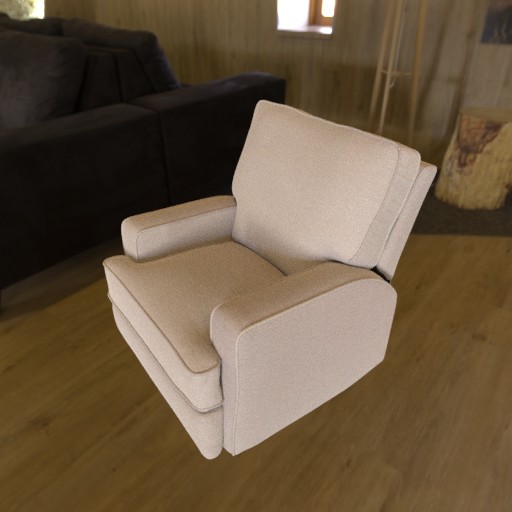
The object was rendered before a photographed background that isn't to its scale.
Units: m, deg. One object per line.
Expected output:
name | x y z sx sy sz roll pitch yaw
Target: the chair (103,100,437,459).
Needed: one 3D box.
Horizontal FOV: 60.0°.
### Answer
chair | 0.000 0.000 1.674 0.969 0.964 0.861 -20 37 -30
